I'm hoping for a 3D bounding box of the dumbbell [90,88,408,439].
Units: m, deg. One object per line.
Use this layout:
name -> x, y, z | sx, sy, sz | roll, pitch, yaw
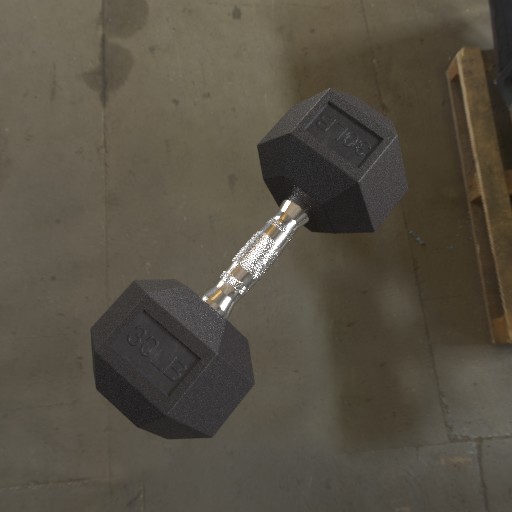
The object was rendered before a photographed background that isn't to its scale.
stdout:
dumbbell -> 0.000, 0.000, 0.408 | 0.142, 0.123, 0.337 | 38, 78, 9
